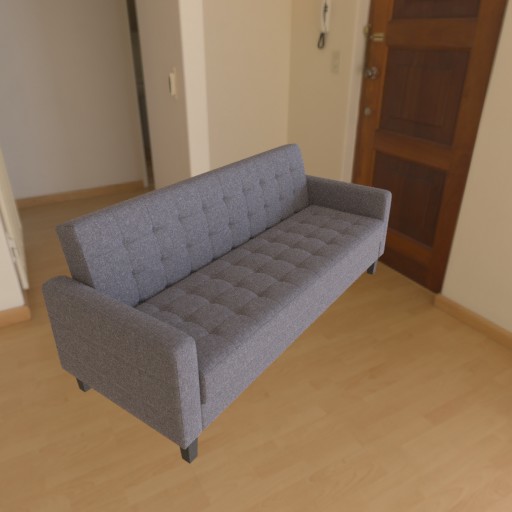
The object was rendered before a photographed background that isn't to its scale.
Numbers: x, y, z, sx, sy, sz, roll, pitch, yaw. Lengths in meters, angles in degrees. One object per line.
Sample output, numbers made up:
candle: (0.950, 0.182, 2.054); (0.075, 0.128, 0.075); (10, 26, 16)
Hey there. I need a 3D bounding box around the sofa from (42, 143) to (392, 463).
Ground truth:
sofa: (0.000, 0.000, 2.457); (0.810, 0.850, 2.040); (18, 32, 31)
